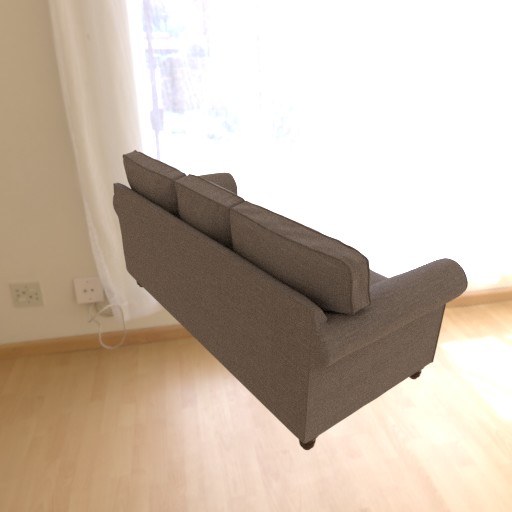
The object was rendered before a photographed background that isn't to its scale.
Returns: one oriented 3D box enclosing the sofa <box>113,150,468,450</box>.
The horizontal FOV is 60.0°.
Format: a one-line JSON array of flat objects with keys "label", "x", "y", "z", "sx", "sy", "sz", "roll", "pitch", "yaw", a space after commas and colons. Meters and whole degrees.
[{"label": "sofa", "x": 0.000, "y": 0.000, "z": 2.575, "sx": 0.916, "sy": 0.961, "sz": 2.084, "roll": -18, "pitch": 31, "yaw": -32}]
